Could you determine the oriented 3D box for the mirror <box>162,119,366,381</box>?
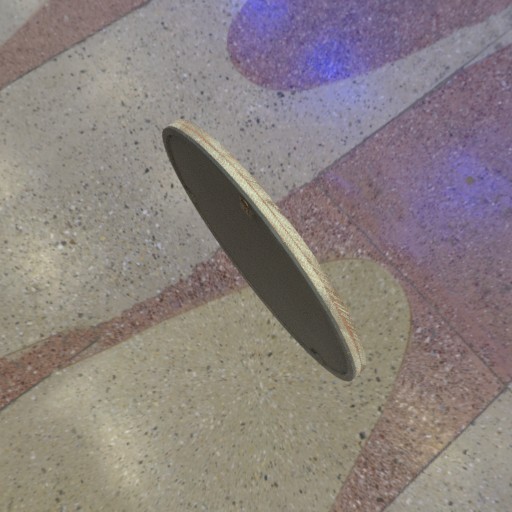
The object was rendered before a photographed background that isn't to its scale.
[{"bbox_3d":[0.000,0.000,1.065,0.038,0.710,0.710,-37,77,-9],"label":"mirror"}]
